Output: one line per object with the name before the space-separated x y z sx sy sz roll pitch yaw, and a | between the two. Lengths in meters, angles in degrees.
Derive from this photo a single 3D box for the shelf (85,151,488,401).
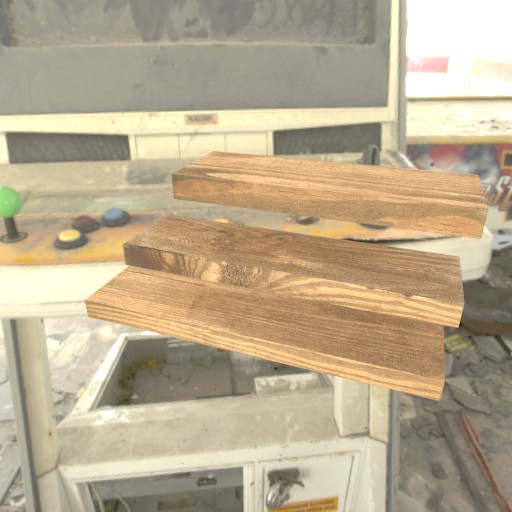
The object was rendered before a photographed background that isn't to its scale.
shelf | 0.000 0.000 0.717 0.610 0.293 0.140 9 28 18
